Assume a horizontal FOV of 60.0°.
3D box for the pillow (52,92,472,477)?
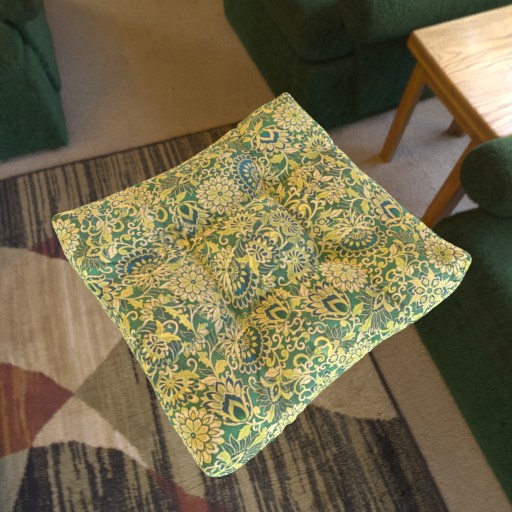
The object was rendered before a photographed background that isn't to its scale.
[{"bbox_3d":[0.000,0.000,0.715,0.490,0.128,0.468,-34,68,-16],"label":"pillow"}]
